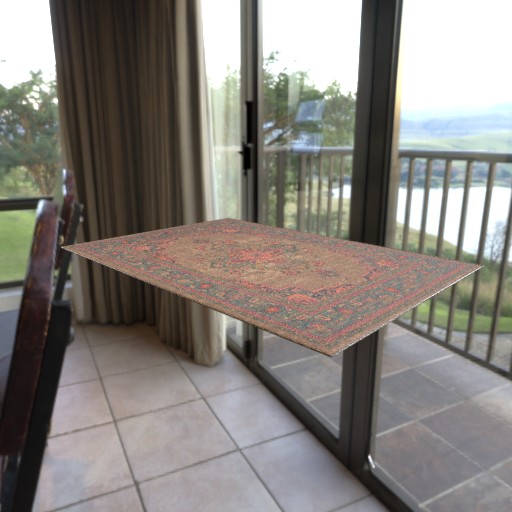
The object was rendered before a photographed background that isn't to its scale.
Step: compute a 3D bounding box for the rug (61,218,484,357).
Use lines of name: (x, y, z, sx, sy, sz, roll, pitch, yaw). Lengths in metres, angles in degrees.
rug: (0.000, 0.000, 3.647, 2.890, 0.013, 2.005, 14, 21, 42)
